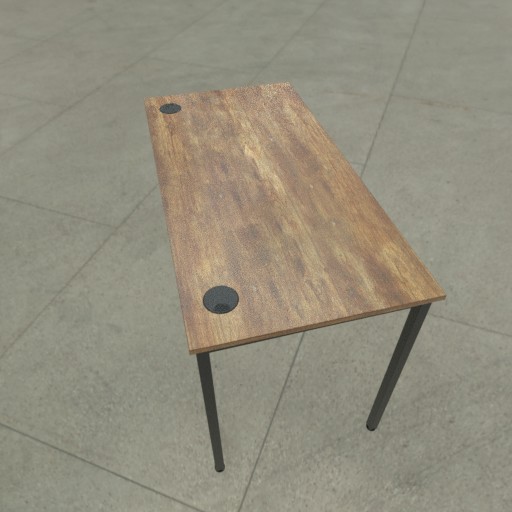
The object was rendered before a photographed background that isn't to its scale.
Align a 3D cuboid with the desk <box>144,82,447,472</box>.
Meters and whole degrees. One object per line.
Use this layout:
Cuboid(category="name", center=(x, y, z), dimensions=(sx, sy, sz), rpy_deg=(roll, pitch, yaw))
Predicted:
Cuboid(category="desk", center=(0.000, 0.000, 1.646), dimensions=(0.600, 0.749, 1.200), rpy_deg=(-10, 46, -10))
